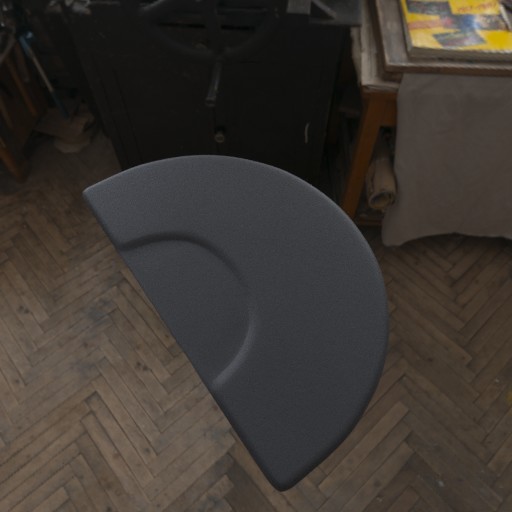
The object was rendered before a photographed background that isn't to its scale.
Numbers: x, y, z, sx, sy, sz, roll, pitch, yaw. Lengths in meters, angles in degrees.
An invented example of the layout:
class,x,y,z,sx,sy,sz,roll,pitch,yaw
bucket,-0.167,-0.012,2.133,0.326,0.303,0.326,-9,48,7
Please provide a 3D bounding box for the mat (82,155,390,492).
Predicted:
class,x,y,z,sx,sy,sz,roll,pitch,yaw
mat,0.000,0.000,1.843,0.917,0.022,1.525,-31,62,-18
